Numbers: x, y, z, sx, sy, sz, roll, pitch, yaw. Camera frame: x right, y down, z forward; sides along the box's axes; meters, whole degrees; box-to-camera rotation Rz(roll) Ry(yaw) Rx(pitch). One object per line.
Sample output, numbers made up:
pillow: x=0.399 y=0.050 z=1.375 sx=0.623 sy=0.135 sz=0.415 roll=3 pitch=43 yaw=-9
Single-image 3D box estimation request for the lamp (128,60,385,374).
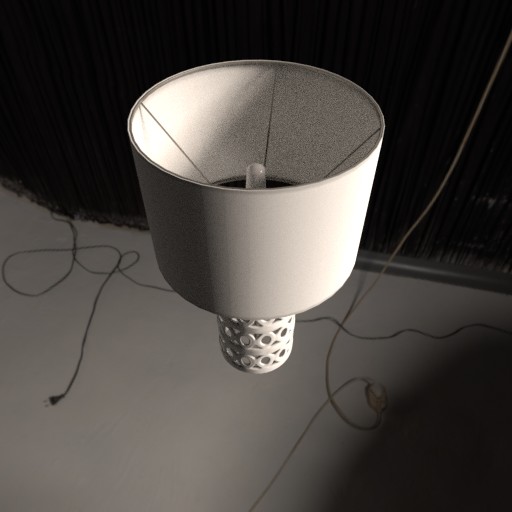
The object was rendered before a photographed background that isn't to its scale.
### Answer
lamp: x=0.000 y=0.000 z=0.718 sx=0.310 sy=0.502 sz=0.310 roll=0 pitch=46 yaw=0
